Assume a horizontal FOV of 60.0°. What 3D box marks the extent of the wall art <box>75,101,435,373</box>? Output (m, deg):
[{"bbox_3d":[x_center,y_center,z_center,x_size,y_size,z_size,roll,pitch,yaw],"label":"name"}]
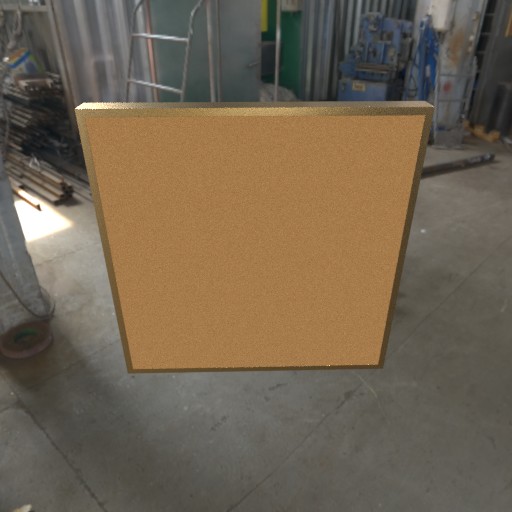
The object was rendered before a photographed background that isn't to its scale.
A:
[{"bbox_3d":[0.000,0.000,0.772,0.509,0.509,0.040,-1,30,-1],"label":"wall art"}]
